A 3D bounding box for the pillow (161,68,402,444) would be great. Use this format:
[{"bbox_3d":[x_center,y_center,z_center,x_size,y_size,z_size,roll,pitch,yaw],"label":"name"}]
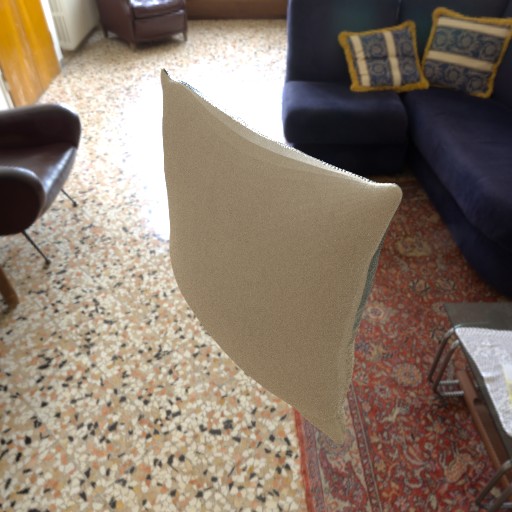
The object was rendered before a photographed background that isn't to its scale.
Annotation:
[{"bbox_3d":[0.000,0.000,0.653,0.182,0.441,0.440,-27,48,-28],"label":"pillow"}]
